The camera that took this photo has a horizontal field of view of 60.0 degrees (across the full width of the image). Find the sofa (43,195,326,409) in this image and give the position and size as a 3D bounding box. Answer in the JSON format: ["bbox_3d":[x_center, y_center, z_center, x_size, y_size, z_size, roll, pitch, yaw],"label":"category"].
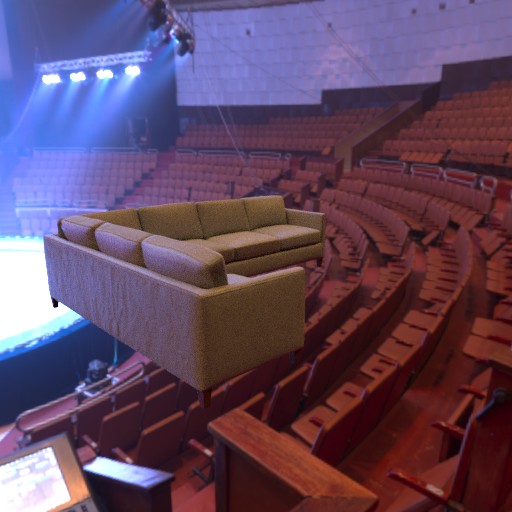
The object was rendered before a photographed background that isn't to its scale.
[{"bbox_3d":[0.000,0.000,4.519,3.301,0.947,2.592,-13,18,-42],"label":"sofa"}]
